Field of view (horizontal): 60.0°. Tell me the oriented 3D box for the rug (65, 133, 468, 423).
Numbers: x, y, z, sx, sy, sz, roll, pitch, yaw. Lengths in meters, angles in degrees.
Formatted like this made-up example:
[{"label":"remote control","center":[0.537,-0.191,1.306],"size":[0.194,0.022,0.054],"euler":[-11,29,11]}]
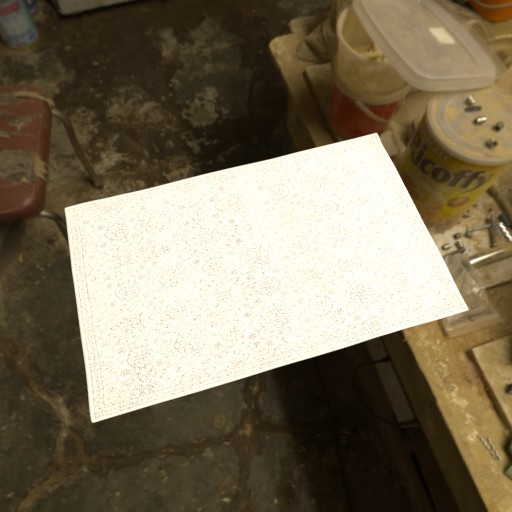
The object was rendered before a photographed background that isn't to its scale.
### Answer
[{"label":"rug","center":[0.000,0.000,3.023],"size":[2.434,0.023,1.518],"euler":[-15,66,-7]}]
